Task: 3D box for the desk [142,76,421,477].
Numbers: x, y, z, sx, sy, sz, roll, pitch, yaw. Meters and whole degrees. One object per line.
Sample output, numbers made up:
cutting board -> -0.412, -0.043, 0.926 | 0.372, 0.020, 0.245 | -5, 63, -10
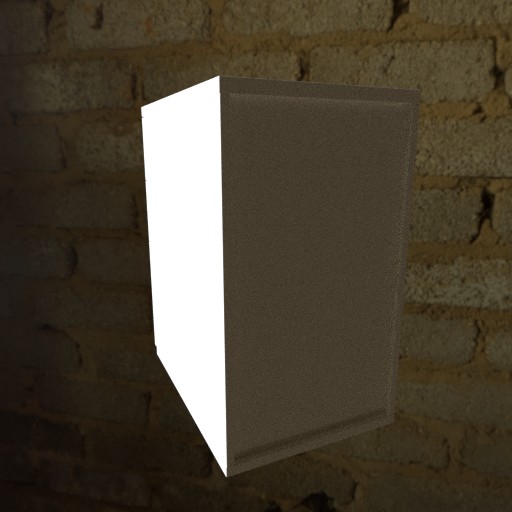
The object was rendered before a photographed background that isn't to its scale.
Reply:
desk -> 0.000, 0.000, 1.097 | 0.404, 0.730, 0.600 | -6, 15, -24
